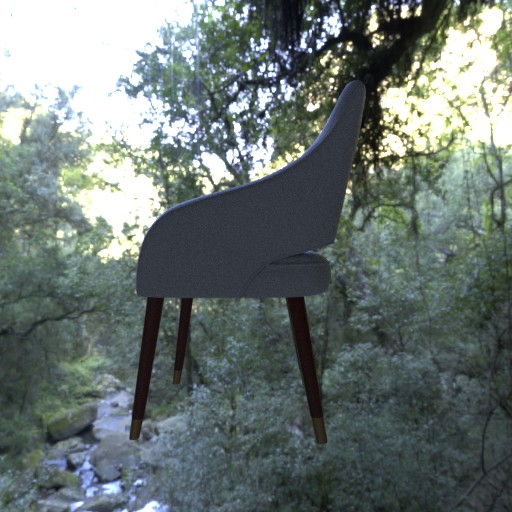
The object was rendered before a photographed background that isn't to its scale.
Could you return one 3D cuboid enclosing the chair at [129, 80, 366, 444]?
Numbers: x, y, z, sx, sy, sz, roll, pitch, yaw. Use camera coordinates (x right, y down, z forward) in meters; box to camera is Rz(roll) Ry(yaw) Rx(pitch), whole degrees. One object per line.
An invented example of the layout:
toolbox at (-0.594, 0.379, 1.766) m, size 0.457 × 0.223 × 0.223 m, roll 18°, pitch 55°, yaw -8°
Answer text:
chair at (0.000, 0.000, 1.305) m, size 0.600 × 0.889 × 0.609 m, roll 0°, pitch 0°, yaw 2°
